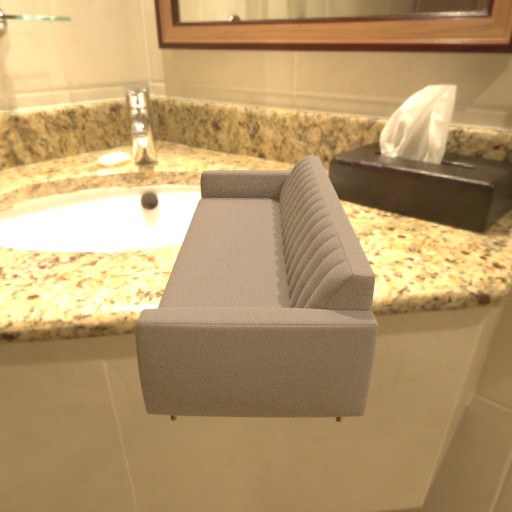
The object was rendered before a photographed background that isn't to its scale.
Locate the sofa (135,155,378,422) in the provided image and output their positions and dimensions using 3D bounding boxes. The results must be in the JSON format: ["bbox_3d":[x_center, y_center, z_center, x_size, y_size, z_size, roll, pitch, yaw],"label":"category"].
[{"bbox_3d":[0.000,0.000,2.821,0.990,0.821,2.291,0,26,1],"label":"sofa"}]
